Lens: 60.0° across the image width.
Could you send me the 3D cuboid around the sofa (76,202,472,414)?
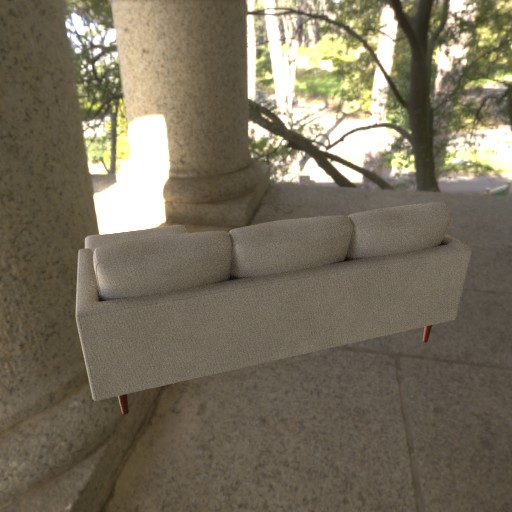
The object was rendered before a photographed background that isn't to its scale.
[{"bbox_3d":[0.000,0.000,3.032,2.233,0.956,1.504,-9,28,-17],"label":"sofa"}]
